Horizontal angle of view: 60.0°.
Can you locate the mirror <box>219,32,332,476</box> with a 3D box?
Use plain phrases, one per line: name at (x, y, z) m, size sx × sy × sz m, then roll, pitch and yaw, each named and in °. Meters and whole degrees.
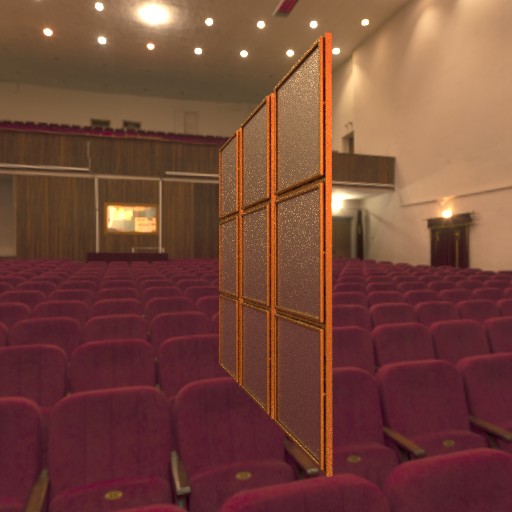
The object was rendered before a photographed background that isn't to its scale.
mirror at (0.000, 0.000, 1.408) m, size 0.023 × 0.926 × 1.011 m, roll 0°, pitch -1°, yaw -17°
